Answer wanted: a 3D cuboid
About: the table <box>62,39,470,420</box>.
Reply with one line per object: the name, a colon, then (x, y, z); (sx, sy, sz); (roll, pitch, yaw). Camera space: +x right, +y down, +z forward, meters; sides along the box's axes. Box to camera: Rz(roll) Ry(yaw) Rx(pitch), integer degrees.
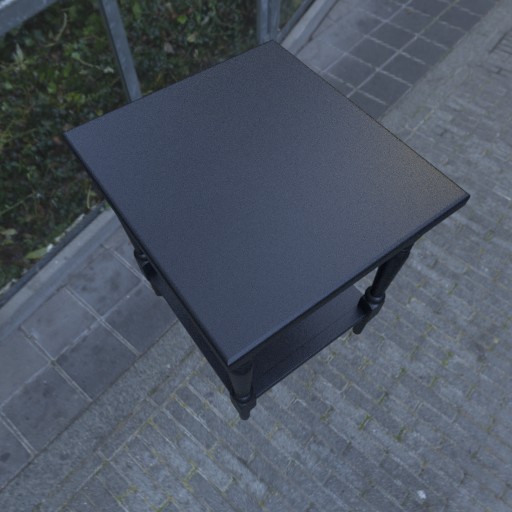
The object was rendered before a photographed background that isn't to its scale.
table: (0.000, 0.000, 0.935); (0.442, 0.565, 0.488); (-32, 64, -18)
